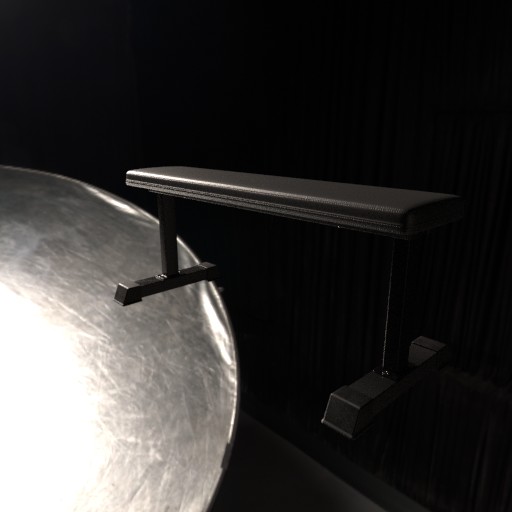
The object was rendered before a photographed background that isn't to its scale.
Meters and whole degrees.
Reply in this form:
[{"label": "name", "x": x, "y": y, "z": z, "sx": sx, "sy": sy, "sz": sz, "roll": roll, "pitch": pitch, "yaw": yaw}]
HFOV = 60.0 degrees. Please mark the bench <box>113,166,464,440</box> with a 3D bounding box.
[{"label": "bench", "x": 0.000, "y": 0.000, "z": 1.299, "sx": 0.439, "sy": 0.453, "sz": 1.072, "roll": -15, "pitch": 22, "yaw": -41}]
